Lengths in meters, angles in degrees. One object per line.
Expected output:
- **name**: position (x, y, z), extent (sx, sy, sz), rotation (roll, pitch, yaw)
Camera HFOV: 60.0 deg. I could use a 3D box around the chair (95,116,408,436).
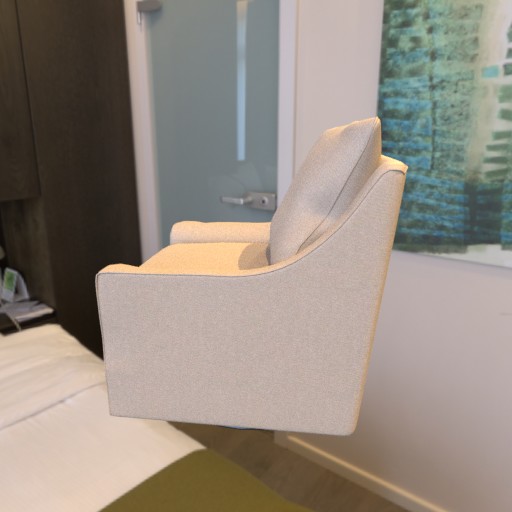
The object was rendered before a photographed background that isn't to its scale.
- **chair**: position (0.000, 0.000, 1.600), extent (0.876, 0.942, 0.760), rotation (2, 16, 7)
